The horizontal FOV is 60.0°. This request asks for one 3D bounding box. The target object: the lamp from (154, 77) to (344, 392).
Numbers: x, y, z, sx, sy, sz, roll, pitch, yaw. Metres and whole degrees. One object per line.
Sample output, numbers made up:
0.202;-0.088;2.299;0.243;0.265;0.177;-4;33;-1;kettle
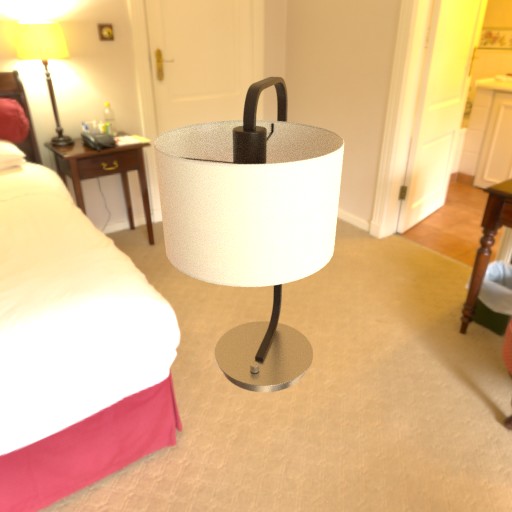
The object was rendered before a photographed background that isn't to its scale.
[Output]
0.000;0.000;0.651;0.230;0.473;0.288;8;29;15;lamp
